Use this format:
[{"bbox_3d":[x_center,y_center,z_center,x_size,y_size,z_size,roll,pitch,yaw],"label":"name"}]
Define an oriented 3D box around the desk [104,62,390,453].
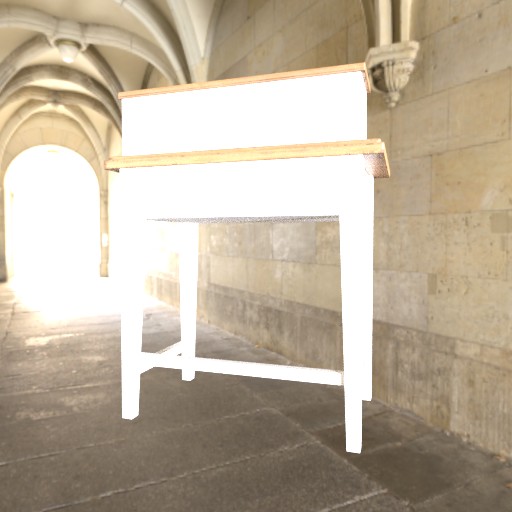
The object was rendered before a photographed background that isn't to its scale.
[{"bbox_3d":[0.000,0.000,1.439,0.814,0.981,0.462,1,2,18],"label":"desk"}]
